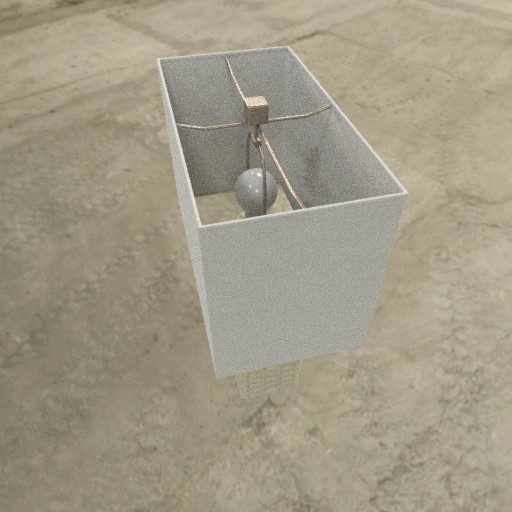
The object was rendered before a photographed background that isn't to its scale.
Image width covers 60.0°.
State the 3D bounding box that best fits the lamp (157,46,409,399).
[{"bbox_3d":[0.000,0.000,0.701,0.200,0.515,0.380,-10,46,-10],"label":"lamp"}]
